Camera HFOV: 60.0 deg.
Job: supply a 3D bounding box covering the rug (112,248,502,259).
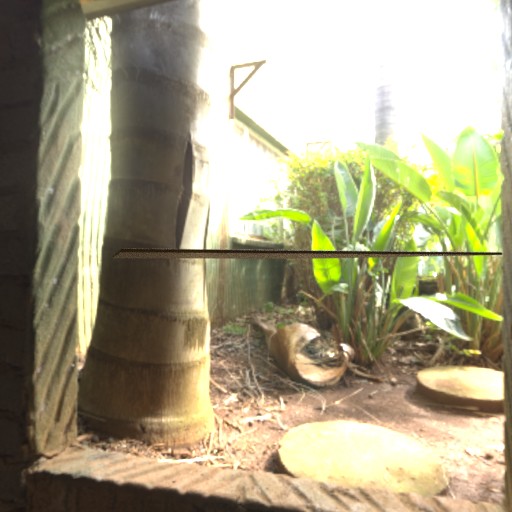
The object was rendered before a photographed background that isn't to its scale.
[{"bbox_3d":[0.000,0.000,3.985,2.420,0.019,3.039,0,-1,-19],"label":"rug"}]
